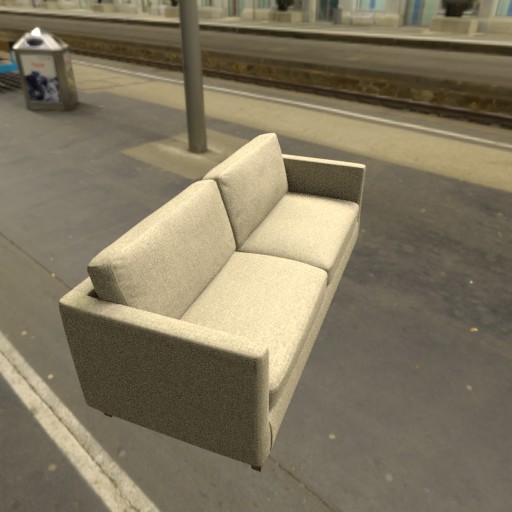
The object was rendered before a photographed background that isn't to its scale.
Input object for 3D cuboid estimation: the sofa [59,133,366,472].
[{"bbox_3d":[0.000,0.000,2.700,0.956,0.960,2.208,11,33,18],"label":"sofa"}]
